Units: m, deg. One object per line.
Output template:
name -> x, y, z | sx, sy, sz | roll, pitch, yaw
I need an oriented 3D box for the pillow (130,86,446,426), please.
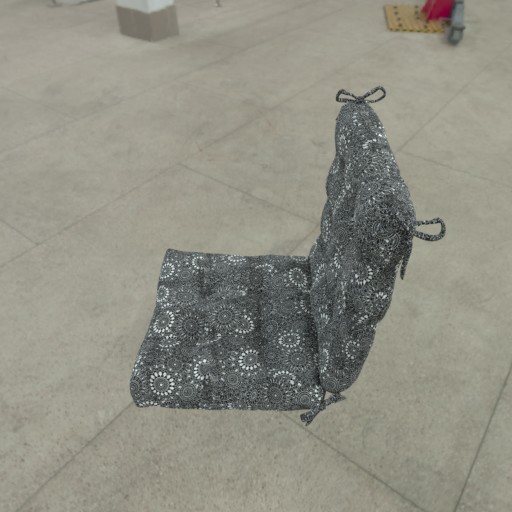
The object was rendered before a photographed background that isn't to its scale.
pillow -> 0.000, 0.000, 1.006 | 0.571, 0.605, 0.519 | 1, 42, 1
